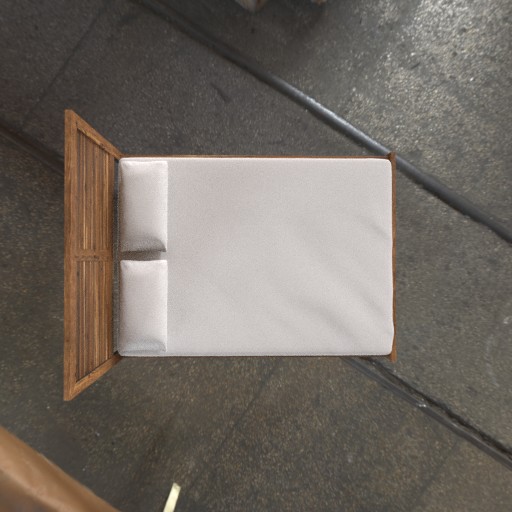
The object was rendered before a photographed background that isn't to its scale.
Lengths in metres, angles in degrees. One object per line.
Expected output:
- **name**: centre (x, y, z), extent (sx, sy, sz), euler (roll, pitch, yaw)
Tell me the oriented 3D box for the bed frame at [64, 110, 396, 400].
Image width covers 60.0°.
- **bed frame**: centre (0.000, 0.000, 3.317), extent (2.276, 1.417, 1.696), euler (0, 89, -1)
